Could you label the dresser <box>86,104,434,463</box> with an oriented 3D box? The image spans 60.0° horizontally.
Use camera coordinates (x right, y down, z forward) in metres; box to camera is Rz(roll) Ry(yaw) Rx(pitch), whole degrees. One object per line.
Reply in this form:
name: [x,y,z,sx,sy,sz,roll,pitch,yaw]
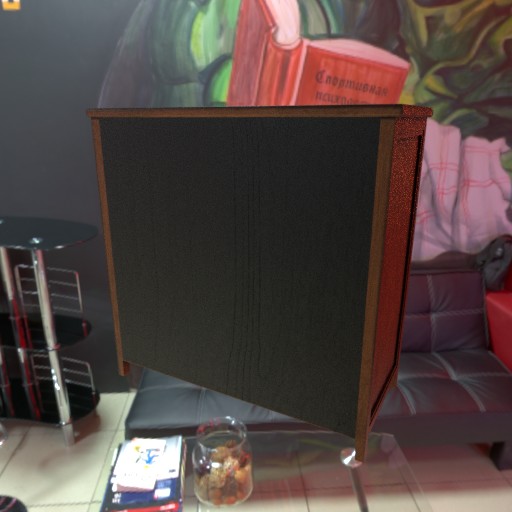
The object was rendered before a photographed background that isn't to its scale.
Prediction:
dresser: [0.000,0.000,1.934,1.250,1.224,0.591,9,20,27]
